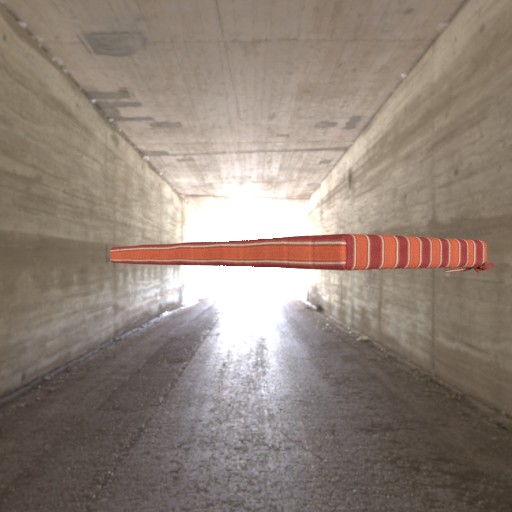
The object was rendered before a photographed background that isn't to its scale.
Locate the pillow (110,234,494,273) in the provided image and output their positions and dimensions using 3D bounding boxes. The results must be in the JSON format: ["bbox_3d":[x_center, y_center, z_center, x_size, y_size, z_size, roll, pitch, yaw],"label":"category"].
[{"bbox_3d":[0.000,0.000,1.297,0.492,0.081,1.187,0,0,-36],"label":"pillow"}]
